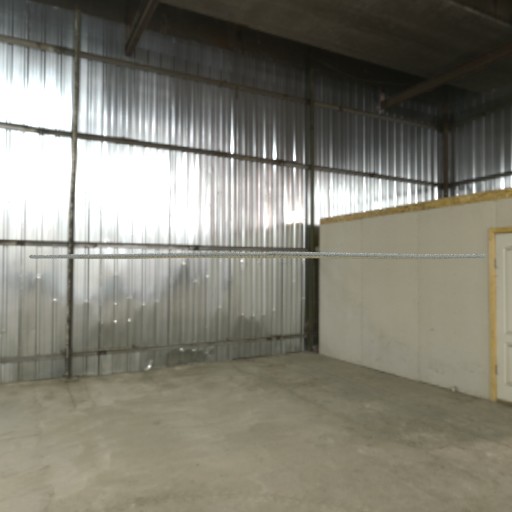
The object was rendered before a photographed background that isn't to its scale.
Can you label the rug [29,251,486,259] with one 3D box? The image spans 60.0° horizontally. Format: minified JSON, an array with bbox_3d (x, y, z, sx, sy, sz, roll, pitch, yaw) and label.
[{"bbox_3d":[0.000,0.000,2.593,2.341,0.037,0.675,0,-1,1],"label":"rug"}]
